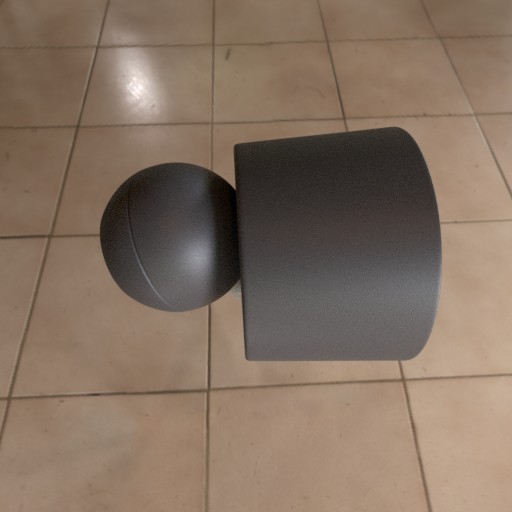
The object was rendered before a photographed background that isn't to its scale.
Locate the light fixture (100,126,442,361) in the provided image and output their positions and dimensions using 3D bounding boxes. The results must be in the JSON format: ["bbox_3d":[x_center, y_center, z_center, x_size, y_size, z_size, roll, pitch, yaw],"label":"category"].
[{"bbox_3d":[0.000,0.000,0.263,0.160,0.143,0.134,-3,58,-2],"label":"light fixture"}]
